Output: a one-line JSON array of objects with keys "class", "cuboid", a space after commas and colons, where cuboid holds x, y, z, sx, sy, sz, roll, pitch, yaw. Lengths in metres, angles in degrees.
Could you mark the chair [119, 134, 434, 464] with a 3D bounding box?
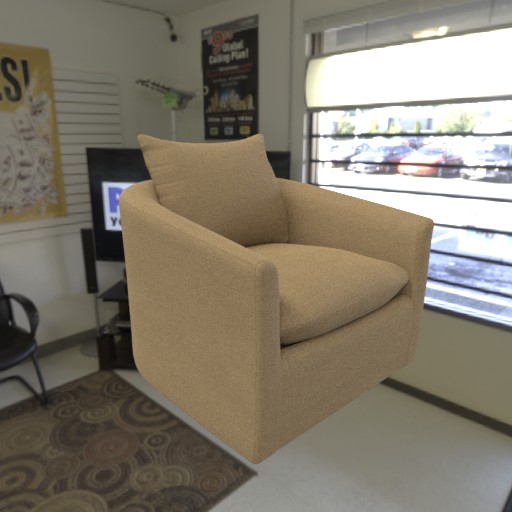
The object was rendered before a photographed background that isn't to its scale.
[{"class": "chair", "cuboid": [0.000, 0.000, 1.590, 0.845, 0.848, 0.910, -14, 20, -41]}]
